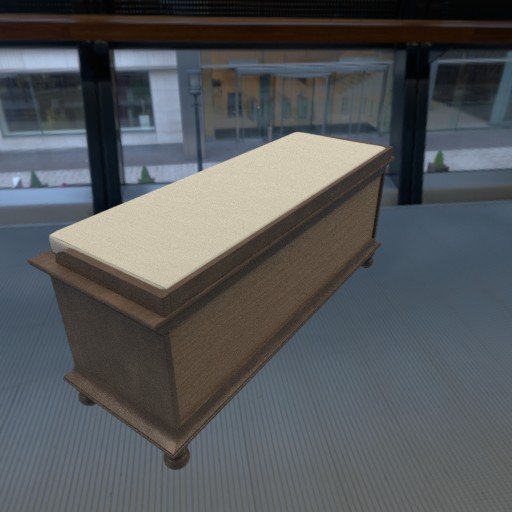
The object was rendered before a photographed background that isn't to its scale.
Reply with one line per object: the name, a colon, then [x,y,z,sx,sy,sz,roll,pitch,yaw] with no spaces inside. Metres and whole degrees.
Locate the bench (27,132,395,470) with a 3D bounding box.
bench: [0.000,0.000,1.399,0.402,0.501,1.185,20,36,30]
